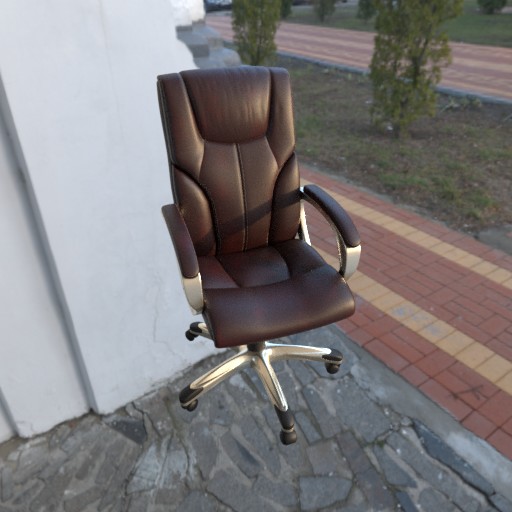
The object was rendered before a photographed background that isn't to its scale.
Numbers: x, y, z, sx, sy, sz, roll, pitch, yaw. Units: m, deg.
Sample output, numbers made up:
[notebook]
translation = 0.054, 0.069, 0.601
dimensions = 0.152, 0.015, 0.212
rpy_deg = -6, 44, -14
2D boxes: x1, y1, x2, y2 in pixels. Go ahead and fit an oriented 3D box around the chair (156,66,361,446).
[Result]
[chair]
translation = 0.000, 0.000, 1.521
dimensions = 0.662, 1.107, 0.739
rpy_deg = -10, 34, -16
